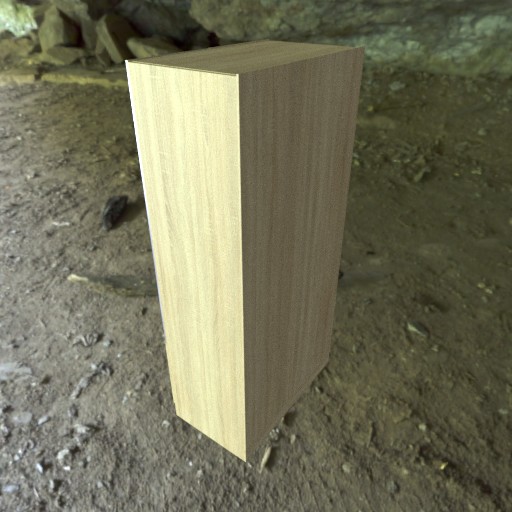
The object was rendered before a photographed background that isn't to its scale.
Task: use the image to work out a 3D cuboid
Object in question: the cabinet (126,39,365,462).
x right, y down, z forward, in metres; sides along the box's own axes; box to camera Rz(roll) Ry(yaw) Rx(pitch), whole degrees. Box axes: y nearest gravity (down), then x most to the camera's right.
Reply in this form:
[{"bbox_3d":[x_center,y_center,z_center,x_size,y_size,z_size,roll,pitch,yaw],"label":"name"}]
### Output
[{"bbox_3d":[0.000,0.000,2.521,0.590,2.121,1.001,21,37,30],"label":"cabinet"}]
